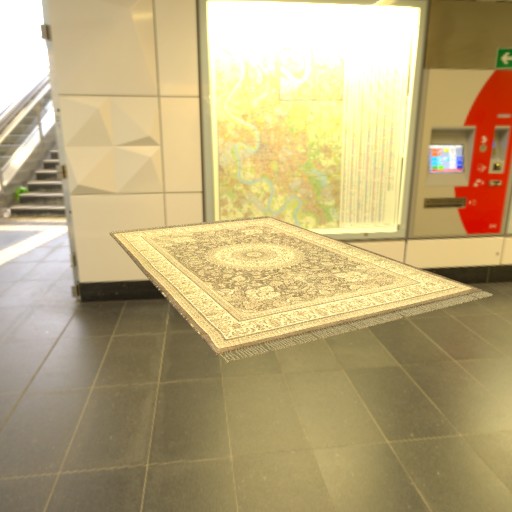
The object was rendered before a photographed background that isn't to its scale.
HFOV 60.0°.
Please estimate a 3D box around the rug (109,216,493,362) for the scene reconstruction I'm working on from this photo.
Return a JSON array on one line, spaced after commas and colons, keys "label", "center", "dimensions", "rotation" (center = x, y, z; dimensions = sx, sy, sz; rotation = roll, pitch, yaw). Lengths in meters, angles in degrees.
[{"label": "rug", "center": [0.000, 0.000, 4.199], "dimensions": [2.143, 0.015, 3.422], "rotation": [-8, 18, -26]}]
